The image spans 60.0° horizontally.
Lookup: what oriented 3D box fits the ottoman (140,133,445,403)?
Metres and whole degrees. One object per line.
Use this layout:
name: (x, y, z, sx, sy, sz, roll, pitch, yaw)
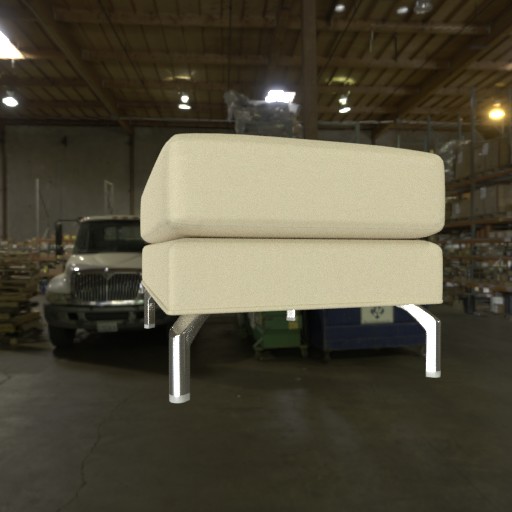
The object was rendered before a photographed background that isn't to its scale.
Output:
ottoman: (0.000, 0.000, 1.221, 0.581, 0.497, 0.835, 0, 1, -17)
